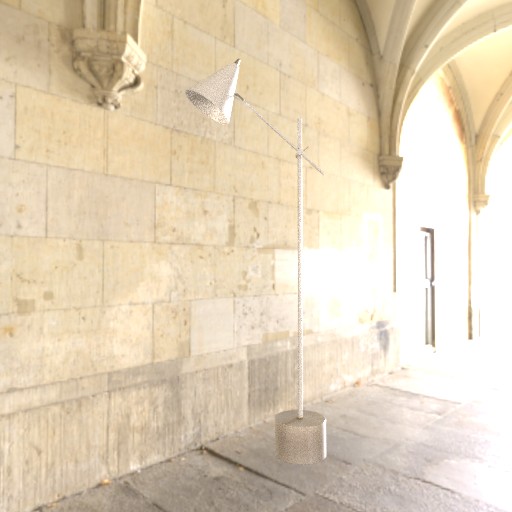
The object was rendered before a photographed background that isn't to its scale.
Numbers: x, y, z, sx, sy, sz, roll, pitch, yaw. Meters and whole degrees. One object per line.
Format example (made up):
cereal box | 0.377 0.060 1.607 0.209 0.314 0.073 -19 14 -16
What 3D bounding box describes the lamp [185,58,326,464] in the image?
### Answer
lamp | 0.000 0.000 1.604 0.508 1.430 0.223 0 -1 -1
